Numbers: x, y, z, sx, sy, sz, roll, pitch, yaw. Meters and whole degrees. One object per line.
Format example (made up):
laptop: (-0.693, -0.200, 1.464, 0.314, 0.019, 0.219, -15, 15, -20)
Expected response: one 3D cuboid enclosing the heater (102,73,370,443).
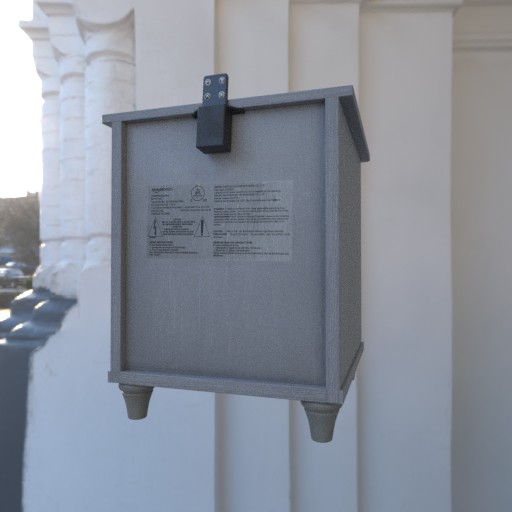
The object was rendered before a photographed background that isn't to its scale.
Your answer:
heater: (0.000, 0.000, 0.763, 0.362, 0.481, 0.400, 0, -1, 18)
